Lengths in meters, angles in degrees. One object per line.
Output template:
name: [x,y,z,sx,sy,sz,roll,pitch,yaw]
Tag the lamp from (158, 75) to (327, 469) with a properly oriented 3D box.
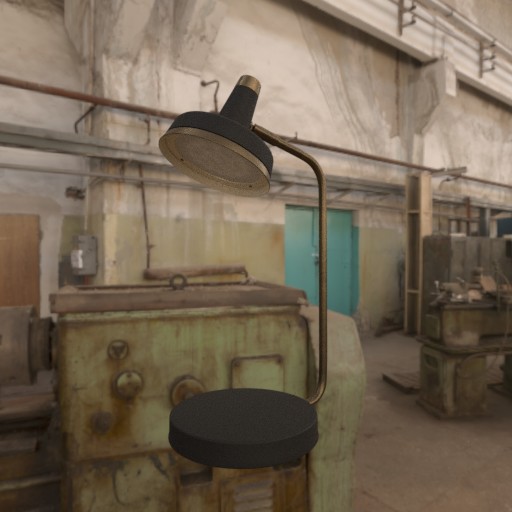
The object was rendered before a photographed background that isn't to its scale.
lamp: [0.000,0.000,0.489,0.218,0.385,0.162,-1,1,-36]
